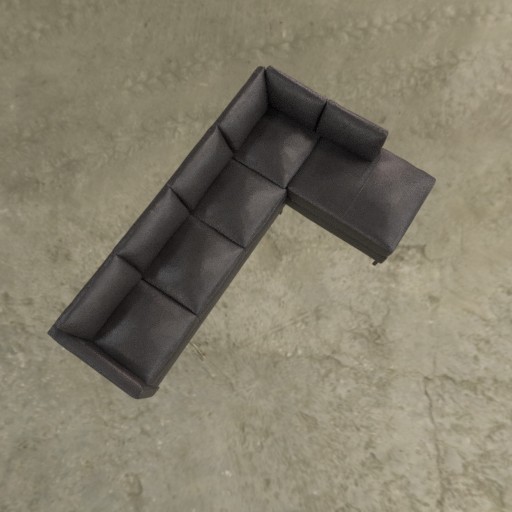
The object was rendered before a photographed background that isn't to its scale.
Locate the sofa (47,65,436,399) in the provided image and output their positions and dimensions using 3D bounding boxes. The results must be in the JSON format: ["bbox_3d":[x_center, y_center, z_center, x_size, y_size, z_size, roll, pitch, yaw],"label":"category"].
[{"bbox_3d":[0.000,0.000,3.831,1.938,0.877,2.984,33,76,9],"label":"sofa"}]
